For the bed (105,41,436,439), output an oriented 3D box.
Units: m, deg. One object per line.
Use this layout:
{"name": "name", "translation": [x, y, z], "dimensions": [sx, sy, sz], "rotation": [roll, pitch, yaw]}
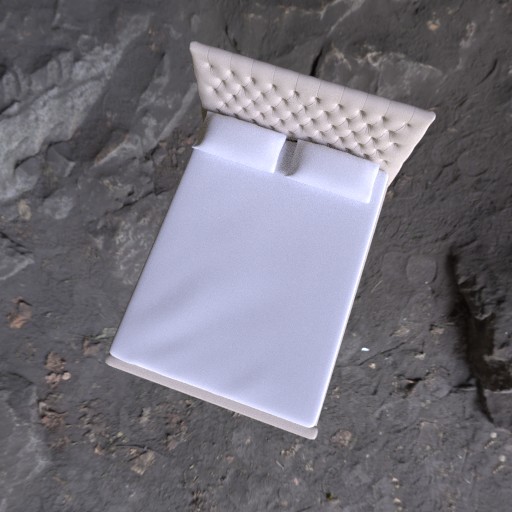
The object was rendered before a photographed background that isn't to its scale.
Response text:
{"name": "bed", "translation": [0.000, 0.000, 3.311], "dimensions": [1.696, 1.426, 2.233], "rotation": [19, 76, 5]}
